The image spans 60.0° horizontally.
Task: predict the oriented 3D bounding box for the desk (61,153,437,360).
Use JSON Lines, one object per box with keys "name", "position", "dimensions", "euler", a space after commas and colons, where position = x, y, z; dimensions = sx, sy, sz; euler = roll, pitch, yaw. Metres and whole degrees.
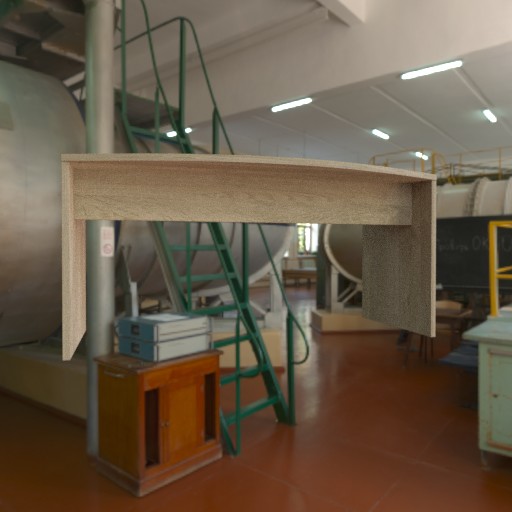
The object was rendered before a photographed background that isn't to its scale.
{"name": "desk", "position": [0.000, 0.000, 2.054], "dimensions": [1.600, 0.752, 0.802], "euler": [0, 1, -16]}
